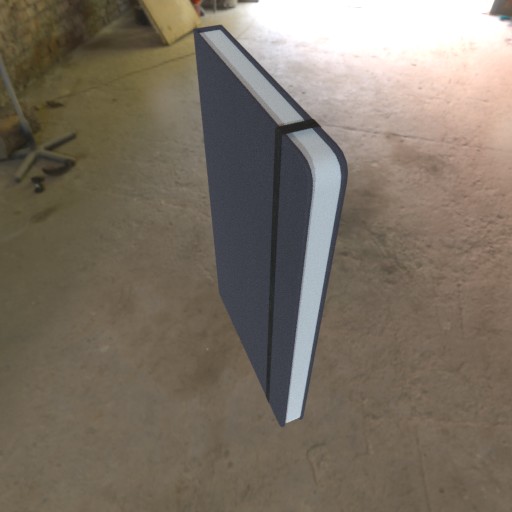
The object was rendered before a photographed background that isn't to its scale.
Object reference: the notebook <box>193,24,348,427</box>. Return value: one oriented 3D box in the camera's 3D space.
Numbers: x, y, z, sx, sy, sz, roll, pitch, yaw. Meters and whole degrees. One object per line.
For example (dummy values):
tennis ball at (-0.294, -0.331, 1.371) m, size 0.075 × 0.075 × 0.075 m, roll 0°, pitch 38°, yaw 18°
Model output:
notebook at (0.000, 0.000, 0.260) m, size 0.016 × 0.213 × 0.127 m, roll -17°, pitch 49°, yaw -15°
